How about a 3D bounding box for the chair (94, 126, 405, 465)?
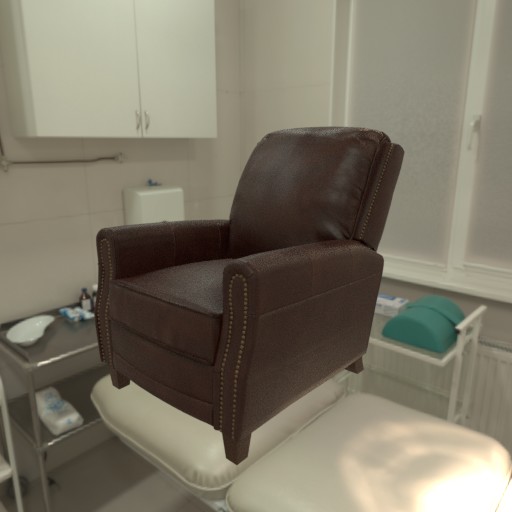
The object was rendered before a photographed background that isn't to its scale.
[{"bbox_3d":[0.000,0.000,1.798,0.826,1.022,1.089,13,19,40],"label":"chair"}]
